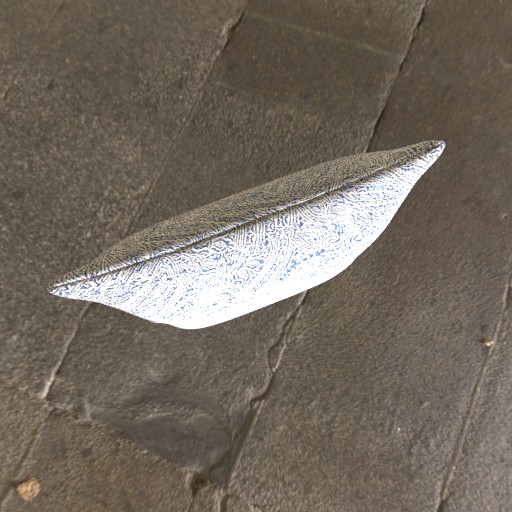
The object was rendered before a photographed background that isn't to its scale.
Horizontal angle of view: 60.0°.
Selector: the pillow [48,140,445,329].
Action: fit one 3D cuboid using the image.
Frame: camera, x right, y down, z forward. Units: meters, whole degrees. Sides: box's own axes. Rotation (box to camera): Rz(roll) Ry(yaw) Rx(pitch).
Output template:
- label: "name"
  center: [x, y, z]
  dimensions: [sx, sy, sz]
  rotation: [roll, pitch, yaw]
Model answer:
- label: "pillow"
  center: [0.000, 0.000, 0.781]
  dimensions: [0.523, 0.510, 0.166]
  rotation: [-21, 78, -5]
